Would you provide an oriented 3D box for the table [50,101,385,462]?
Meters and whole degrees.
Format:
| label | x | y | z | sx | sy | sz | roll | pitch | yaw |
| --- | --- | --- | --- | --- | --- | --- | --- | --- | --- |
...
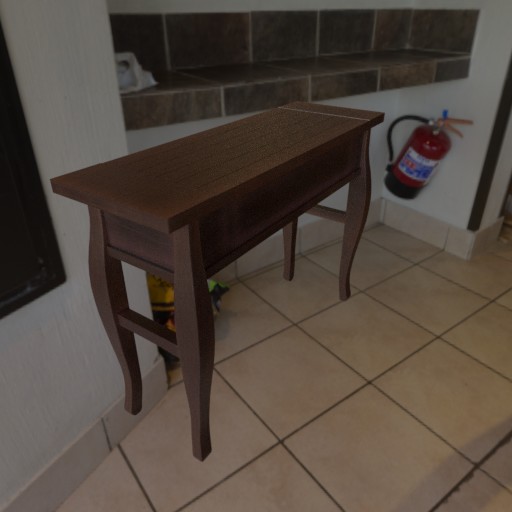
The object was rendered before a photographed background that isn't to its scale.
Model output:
| label | x | y | z | sx | sy | sz | roll | pitch | yaw |
| --- | --- | --- | --- | --- | --- | --- | --- | --- | --- |
| table | 0.000 | 0.000 | 1.445 | 0.373 | 0.768 | 1.062 | 19 | 35 | 30 |
